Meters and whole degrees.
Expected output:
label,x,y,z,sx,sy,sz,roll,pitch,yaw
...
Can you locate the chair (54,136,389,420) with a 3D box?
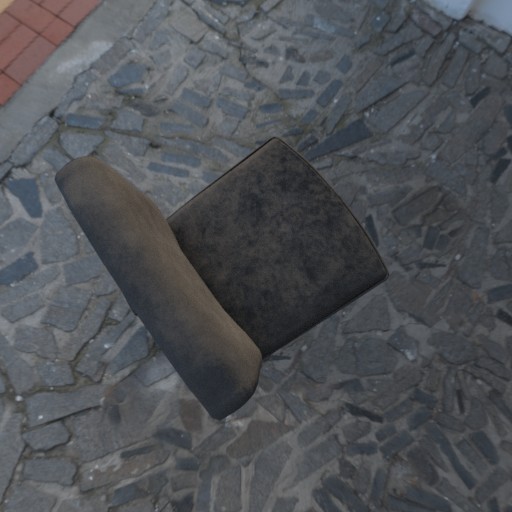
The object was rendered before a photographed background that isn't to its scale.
label,x,y,z,sx,sy,sz,roll,pitch,yaw
chair,0.000,0.000,1.157,0.554,0.806,0.521,-35,79,-8
